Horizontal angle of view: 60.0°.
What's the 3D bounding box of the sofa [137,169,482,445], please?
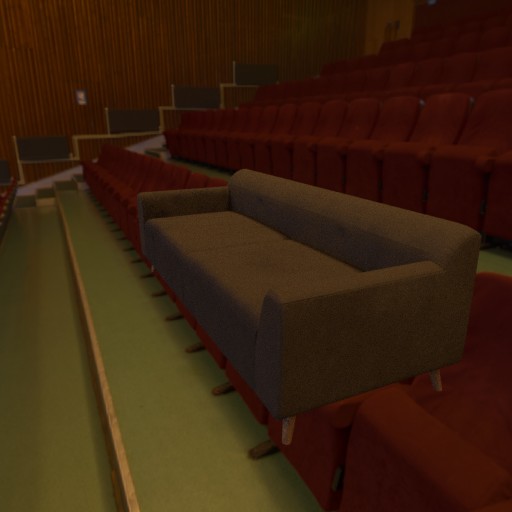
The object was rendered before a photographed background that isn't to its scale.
[{"bbox_3d":[0.000,0.000,2.556,0.900,0.740,2.190,-8,20,-24],"label":"sofa"}]
